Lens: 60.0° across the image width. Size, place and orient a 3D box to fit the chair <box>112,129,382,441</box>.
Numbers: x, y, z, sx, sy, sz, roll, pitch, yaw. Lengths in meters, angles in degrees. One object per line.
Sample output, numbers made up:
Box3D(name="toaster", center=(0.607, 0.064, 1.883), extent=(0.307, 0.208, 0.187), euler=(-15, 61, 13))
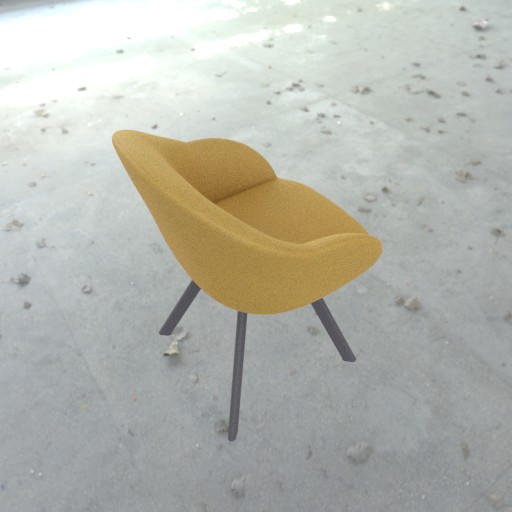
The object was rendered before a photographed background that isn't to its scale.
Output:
Box3D(name="chair", center=(0.000, 0.000, 1.201), extent=(0.583, 0.793, 0.551), euler=(-25, 48, -25))
